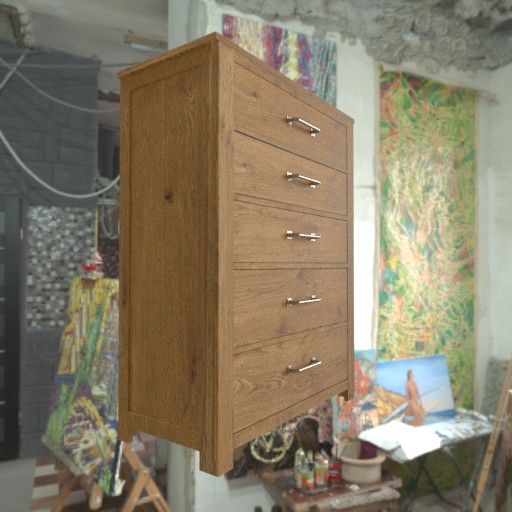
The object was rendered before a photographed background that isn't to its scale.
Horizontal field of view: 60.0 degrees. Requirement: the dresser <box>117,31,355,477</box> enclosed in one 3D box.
[{"bbox_3d":[0.000,0.000,1.987,0.558,1.431,1.081,-1,-1,37],"label":"dresser"}]
